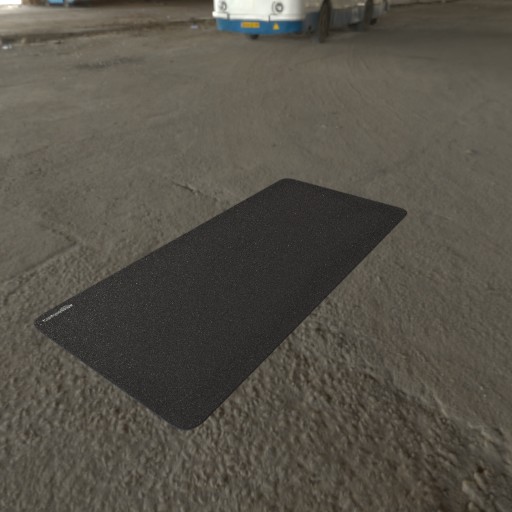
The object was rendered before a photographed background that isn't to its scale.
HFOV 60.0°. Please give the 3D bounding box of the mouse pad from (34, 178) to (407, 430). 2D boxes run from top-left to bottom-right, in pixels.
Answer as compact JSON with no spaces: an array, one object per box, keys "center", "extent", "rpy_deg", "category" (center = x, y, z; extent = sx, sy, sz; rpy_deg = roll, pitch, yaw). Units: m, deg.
[{"center":[0.000,0.000,1.054],"extent":[0.424,0.003,0.907],"rpy_deg":[21,38,30],"category":"mouse pad"}]
